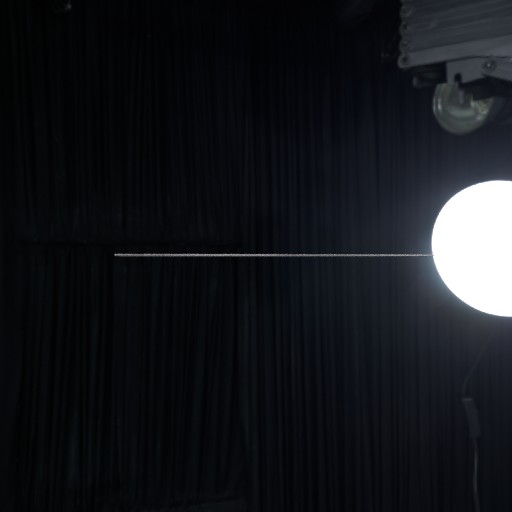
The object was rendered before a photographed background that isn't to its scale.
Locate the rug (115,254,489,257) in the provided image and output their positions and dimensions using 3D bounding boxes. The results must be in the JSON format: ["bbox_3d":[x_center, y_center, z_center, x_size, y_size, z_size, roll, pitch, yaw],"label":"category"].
[{"bbox_3d":[0.000,0.000,4.133,2.425,0.008,3.035,0,0,-16],"label":"rug"}]
